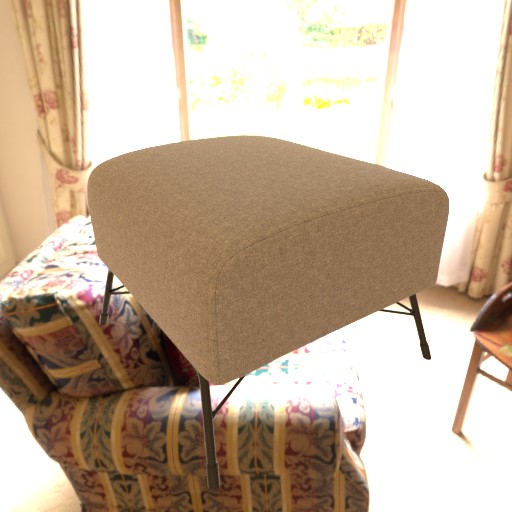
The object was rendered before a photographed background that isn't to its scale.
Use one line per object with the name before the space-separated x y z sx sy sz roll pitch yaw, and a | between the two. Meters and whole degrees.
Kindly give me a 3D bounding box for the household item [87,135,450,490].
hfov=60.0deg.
household item | 0.000 0.000 0.890 0.530 0.410 0.530 -17 31 -31
